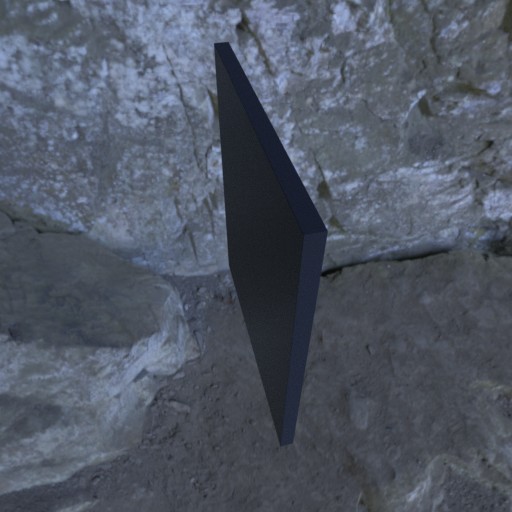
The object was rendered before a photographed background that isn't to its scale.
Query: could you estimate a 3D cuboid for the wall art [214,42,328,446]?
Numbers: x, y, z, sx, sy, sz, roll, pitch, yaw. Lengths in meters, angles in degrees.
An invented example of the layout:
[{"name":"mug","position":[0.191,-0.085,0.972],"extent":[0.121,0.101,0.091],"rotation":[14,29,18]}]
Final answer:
[{"name":"wall art","position":[0.000,0.000,0.715],"extent":[0.023,0.505,0.428],"rotation":[-11,48,-10]}]
